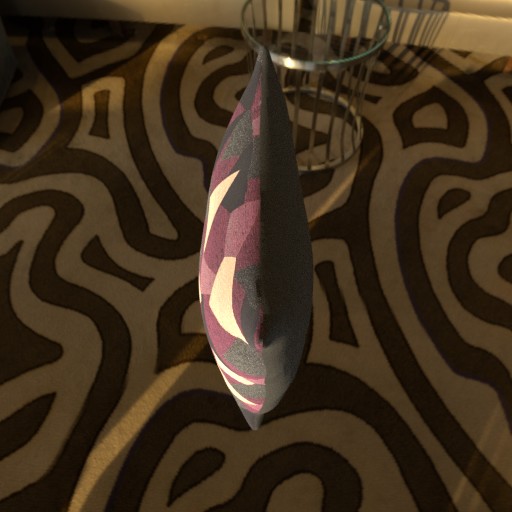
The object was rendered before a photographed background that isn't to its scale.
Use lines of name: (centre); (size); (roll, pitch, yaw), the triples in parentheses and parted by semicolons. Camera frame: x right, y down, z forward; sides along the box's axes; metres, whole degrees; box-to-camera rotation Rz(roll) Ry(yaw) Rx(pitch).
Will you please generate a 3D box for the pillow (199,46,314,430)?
pillow: (0.000, 0.000, 0.785); (0.208, 0.496, 0.503); (1, 59, 1)
